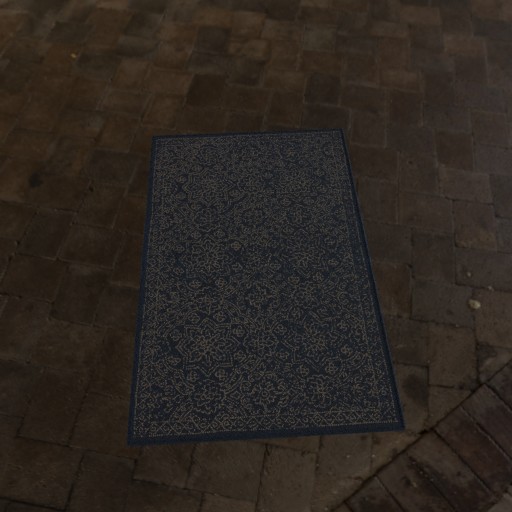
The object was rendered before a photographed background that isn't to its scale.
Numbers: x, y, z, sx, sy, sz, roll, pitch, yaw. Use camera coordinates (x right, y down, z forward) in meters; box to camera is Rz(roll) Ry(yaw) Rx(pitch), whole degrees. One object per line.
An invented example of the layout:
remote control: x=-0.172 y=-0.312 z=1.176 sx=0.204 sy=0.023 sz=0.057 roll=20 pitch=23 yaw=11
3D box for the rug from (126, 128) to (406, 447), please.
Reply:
rug: x=0.000 y=0.000 z=2.376 sx=1.219 sy=0.010 sz=1.829 roll=-3 pitch=60 yaw=-2
